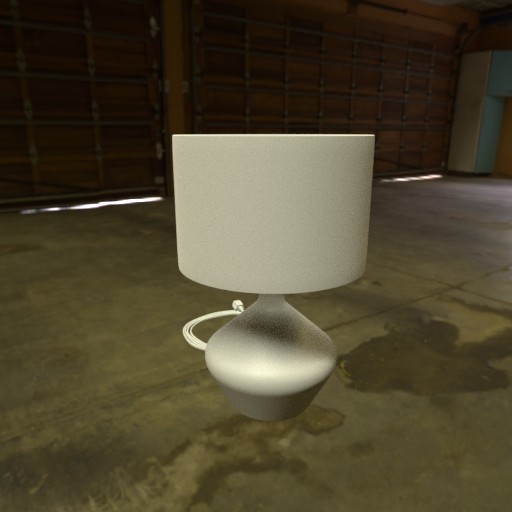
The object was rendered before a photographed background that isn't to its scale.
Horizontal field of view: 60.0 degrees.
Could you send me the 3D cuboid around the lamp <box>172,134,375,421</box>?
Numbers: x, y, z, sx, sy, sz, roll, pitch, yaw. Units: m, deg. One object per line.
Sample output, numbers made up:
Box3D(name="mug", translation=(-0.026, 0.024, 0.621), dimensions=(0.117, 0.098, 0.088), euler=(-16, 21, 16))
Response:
Box3D(name="lamp", translation=(0.000, 0.000, 0.864), dimensions=(0.401, 0.457, 0.546), euler=(3, 16, 10))
